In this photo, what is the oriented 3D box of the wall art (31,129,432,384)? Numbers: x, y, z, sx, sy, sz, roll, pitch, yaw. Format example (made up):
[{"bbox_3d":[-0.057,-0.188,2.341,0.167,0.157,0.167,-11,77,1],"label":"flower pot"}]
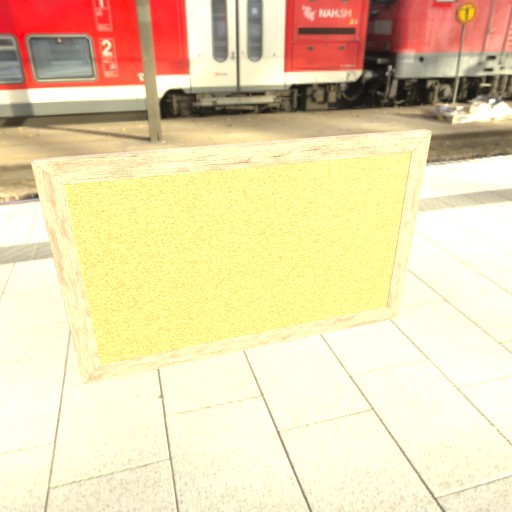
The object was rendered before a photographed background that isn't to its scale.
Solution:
[{"bbox_3d":[0.000,0.000,0.949,0.780,0.480,0.021,-9,28,-16],"label":"wall art"}]
